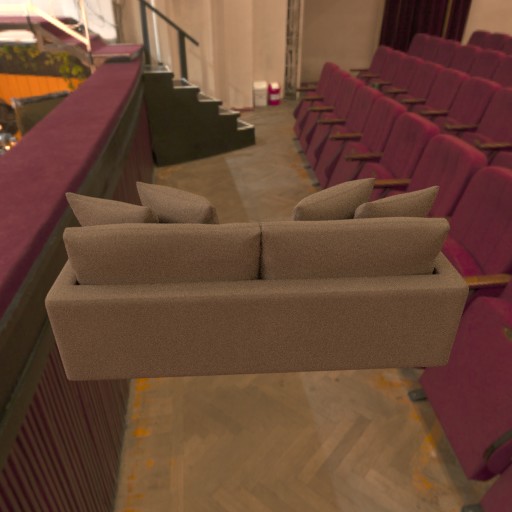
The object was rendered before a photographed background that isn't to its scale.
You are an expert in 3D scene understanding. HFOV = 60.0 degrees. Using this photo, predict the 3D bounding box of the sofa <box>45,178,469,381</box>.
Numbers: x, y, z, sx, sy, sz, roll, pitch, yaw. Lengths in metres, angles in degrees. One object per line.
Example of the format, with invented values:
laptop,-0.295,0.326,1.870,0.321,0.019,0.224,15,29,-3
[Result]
sofa,0.000,0.000,3.011,2.380,1.084,1.228,-2,31,-3
